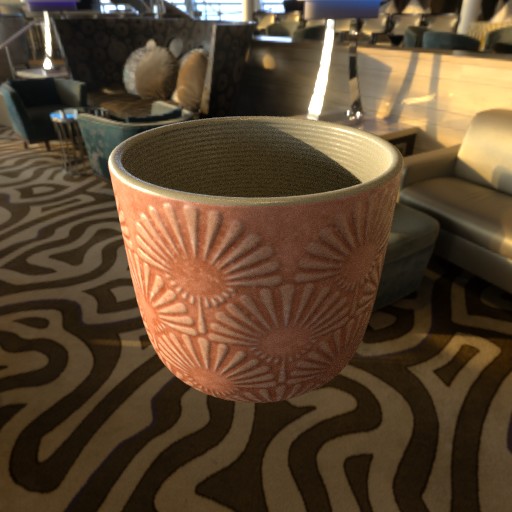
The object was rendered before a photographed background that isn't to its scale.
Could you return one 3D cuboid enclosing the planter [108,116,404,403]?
[{"bbox_3d":[0.000,0.000,0.219,0.124,0.109,0.124,0,30,0],"label":"planter"}]
